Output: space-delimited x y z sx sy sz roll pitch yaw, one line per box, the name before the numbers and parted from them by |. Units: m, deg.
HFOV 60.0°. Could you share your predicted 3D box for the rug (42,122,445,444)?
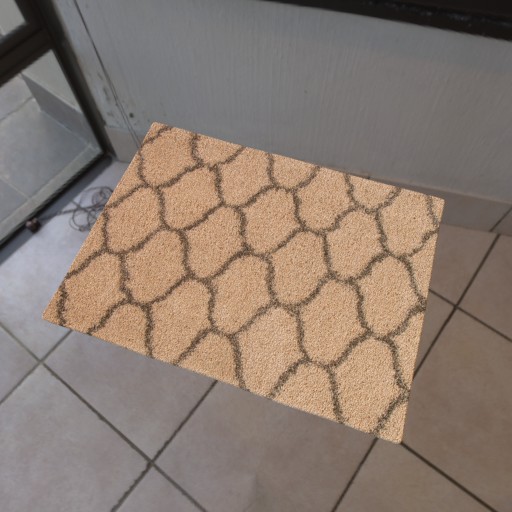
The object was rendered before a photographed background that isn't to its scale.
rug | 0.000 0.000 2.092 1.600 0.025 1.200 17 65 8
